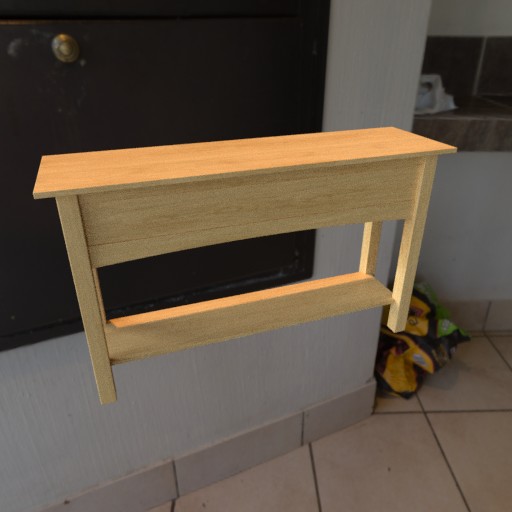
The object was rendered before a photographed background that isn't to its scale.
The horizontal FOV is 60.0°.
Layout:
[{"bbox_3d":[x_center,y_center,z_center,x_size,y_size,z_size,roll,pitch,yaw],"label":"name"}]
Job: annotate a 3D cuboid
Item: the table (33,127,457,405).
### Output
[{"bbox_3d":[0.000,0.000,1.541,1.240,0.730,0.350,-9,29,-17],"label":"table"}]
